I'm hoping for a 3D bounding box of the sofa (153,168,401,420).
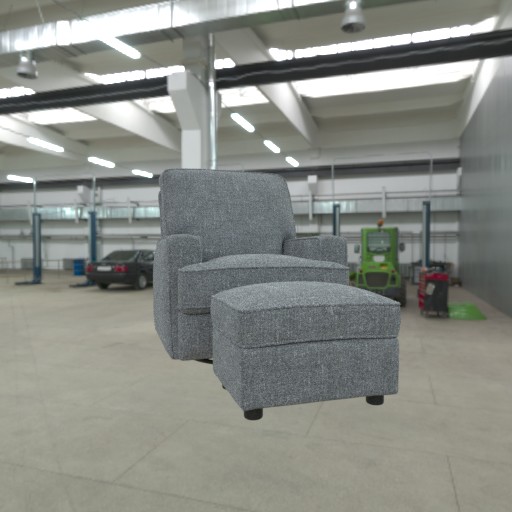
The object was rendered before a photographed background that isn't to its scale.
[{"bbox_3d":[0.000,0.000,2.040,0.861,0.959,1.472,0,1,-17],"label":"sofa"}]
